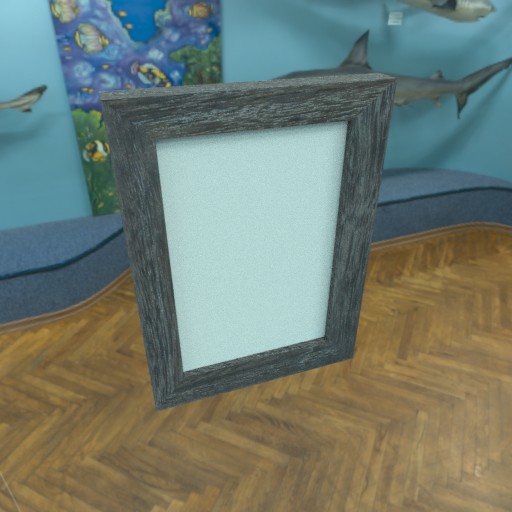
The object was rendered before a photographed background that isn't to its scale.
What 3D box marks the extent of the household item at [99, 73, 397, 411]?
[{"bbox_3d":[0.000,0.000,0.244,0.133,0.180,0.020,-10,33,-16],"label":"household item"}]
